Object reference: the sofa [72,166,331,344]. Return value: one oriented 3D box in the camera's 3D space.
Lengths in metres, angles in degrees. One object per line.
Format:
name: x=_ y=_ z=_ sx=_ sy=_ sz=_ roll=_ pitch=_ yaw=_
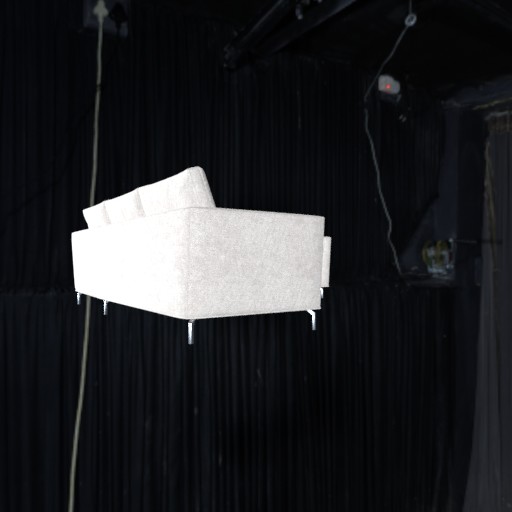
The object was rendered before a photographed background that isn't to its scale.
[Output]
sofa: x=0.000 y=0.000 z=3.691 sx=2.438 sy=0.864 sz=2.438 roll=0 pitch=-1 yaw=-35
